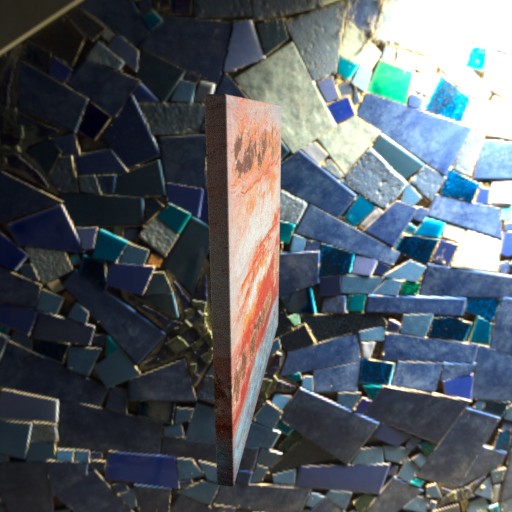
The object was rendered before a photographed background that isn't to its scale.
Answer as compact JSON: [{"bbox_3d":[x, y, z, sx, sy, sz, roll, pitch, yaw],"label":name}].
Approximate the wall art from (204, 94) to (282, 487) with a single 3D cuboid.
[{"bbox_3d":[0.000,0.000,1.135,0.035,0.747,0.747,3,18,9],"label":"wall art"}]
